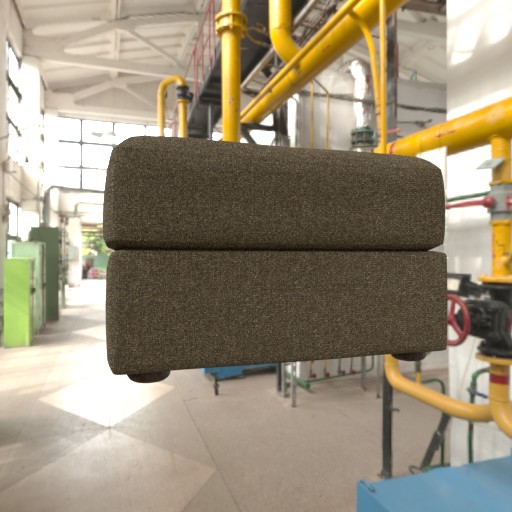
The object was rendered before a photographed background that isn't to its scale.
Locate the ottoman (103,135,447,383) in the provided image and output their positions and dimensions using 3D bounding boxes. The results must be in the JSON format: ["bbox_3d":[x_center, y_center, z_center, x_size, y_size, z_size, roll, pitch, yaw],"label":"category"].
[{"bbox_3d":[0.000,0.000,1.140,0.742,0.476,0.598,0,0,-17],"label":"ottoman"}]
